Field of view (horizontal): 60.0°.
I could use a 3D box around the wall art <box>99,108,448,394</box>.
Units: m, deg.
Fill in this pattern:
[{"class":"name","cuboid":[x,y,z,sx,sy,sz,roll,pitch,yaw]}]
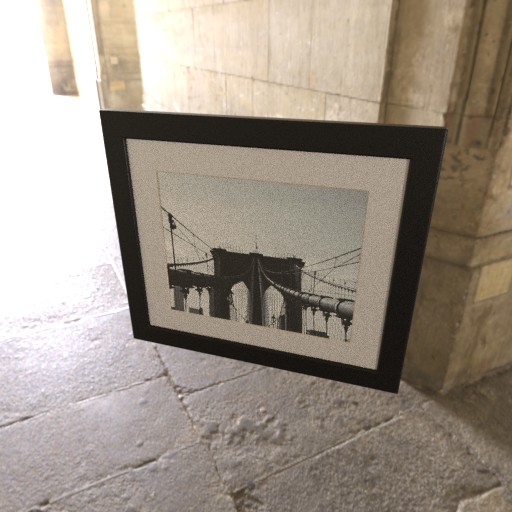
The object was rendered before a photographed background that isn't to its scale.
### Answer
[{"class":"wall art","cuboid":[0.000,0.000,0.745,0.521,0.450,0.018,8,28,16]}]
